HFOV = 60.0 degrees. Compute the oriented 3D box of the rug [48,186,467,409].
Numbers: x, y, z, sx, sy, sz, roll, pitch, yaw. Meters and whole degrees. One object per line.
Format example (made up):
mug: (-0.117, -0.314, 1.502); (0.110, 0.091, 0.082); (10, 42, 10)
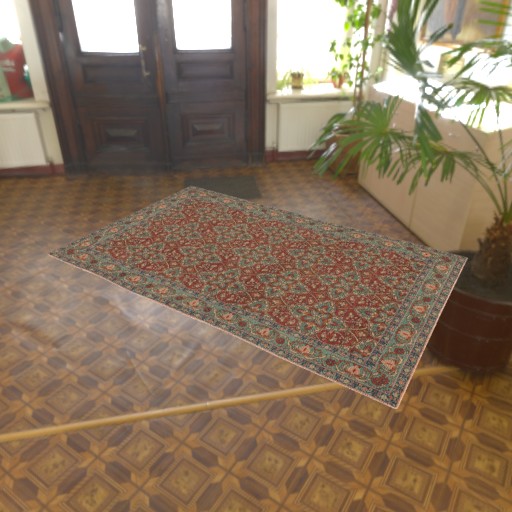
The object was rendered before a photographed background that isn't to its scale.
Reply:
rug: (0.000, 0.000, 3.033); (2.439, 0.011, 1.533); (18, 35, 28)
